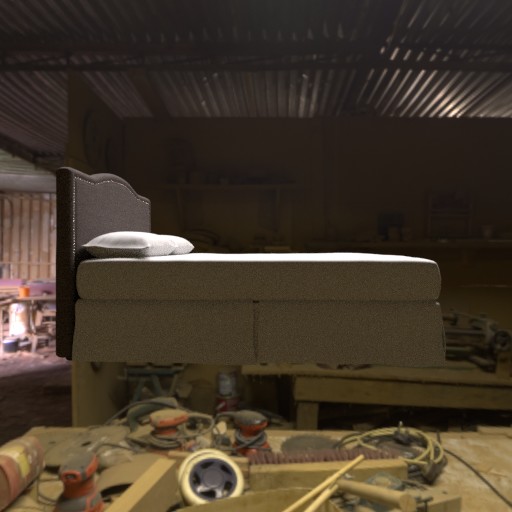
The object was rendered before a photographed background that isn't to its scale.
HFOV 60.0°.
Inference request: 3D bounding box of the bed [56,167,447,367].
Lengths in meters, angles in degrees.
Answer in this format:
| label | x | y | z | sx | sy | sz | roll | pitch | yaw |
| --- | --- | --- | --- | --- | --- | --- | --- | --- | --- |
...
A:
| label | x | y | z | sx | sy | sz | roll | pitch | yaw |
| --- | --- | --- | --- | --- | --- | --- | --- | --- | --- |
| bed | 0.000 | 0.000 | 4.014 | 2.689 | 1.457 | 2.161 | 0 | 1 | 2 |
